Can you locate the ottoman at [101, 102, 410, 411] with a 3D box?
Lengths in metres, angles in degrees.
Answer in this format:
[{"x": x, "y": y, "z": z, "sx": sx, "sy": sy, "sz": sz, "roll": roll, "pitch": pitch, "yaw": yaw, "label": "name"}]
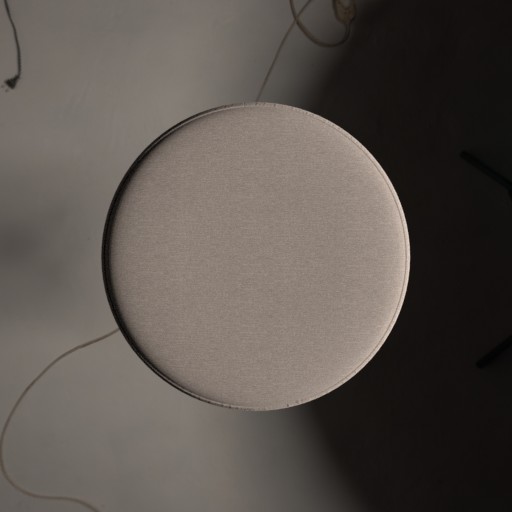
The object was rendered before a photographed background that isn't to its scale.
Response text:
[{"x": 0.000, "y": 0.000, "z": 1.027, "sx": 0.608, "sy": 0.433, "sz": 0.608, "roll": 0, "pitch": 91, "yaw": 1, "label": "ottoman"}]
